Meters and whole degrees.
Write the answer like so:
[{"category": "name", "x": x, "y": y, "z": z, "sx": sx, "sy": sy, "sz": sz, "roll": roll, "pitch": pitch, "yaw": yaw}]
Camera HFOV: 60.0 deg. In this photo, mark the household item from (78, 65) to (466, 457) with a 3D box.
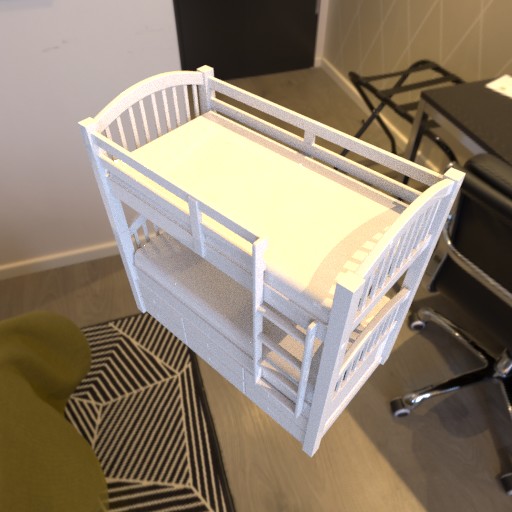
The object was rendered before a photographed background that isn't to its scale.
[{"category": "household item", "x": 0.000, "y": 0.000, "z": 3.242, "sx": 2.032, "sy": 2.032, "sz": 1.143, "roll": 33, "pitch": 55, "yaw": 27}]
